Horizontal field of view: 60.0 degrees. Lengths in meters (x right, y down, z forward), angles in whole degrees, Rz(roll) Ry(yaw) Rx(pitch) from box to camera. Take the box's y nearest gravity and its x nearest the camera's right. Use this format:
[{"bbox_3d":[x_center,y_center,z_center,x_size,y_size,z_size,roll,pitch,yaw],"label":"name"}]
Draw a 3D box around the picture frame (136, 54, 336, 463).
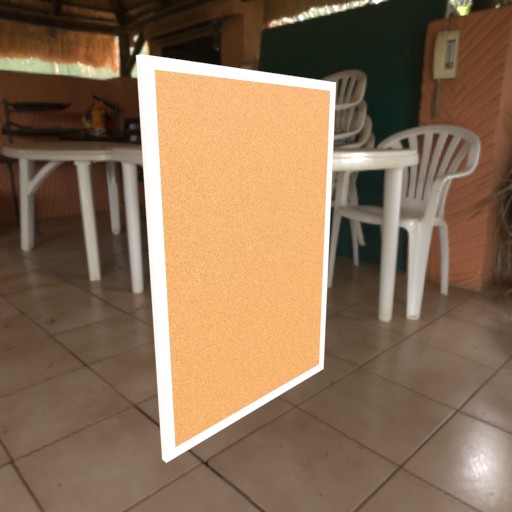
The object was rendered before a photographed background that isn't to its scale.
[{"bbox_3d":[0.000,0.000,0.848,0.013,0.657,0.457,14,21,43],"label":"picture frame"}]
